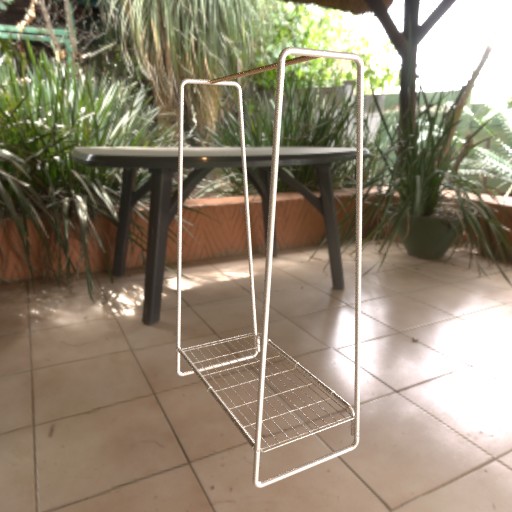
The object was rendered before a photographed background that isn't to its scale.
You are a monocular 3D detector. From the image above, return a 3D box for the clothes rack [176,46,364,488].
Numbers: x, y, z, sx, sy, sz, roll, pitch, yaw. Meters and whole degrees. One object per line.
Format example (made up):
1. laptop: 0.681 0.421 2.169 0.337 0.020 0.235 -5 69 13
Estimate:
1. clothes rack: 0.000 0.000 1.908 0.495 1.500 0.900 -8 17 -27
